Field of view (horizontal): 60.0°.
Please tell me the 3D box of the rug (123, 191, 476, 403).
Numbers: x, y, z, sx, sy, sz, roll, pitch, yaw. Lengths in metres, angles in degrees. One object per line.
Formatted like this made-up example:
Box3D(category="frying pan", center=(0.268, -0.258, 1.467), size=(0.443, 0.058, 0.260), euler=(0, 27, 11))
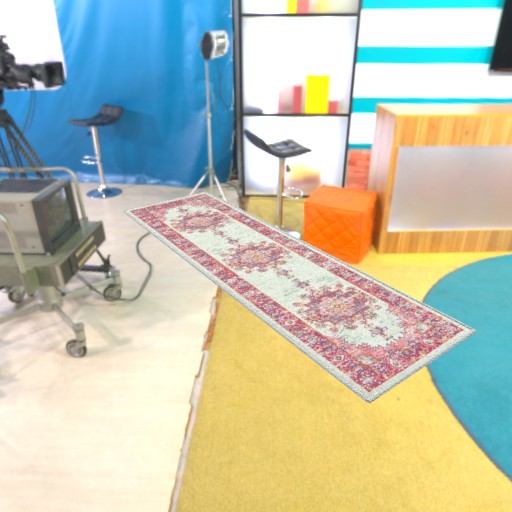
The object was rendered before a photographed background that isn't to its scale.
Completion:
Box3D(category="rug", center=(0.000, 0.000, 2.041), size=(0.562, 0.009, 1.824), euler=(-19, 33, -32))
